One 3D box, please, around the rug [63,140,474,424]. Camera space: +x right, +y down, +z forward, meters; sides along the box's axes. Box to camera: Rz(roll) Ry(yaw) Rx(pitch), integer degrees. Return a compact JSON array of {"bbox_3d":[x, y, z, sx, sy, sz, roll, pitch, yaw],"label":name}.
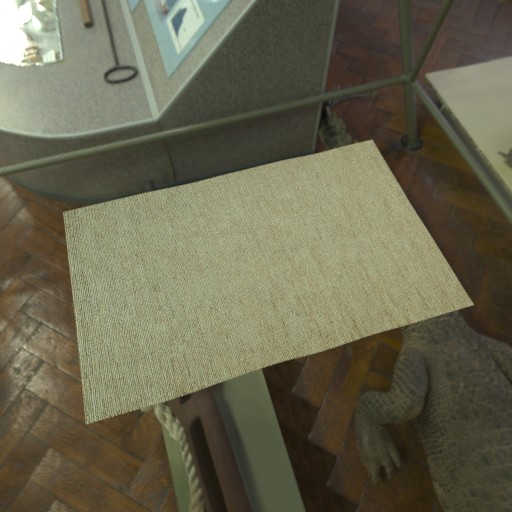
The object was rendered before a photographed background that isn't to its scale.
[{"bbox_3d":[0.000,0.000,3.009,2.439,0.011,1.533,-15,60,-9],"label":"rug"}]
